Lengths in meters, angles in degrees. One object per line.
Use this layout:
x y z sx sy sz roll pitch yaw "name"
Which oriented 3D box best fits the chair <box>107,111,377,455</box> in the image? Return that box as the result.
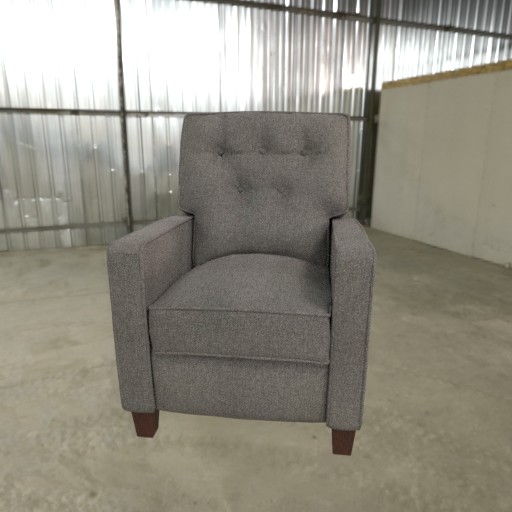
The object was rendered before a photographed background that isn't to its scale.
0.000 0.000 1.394 0.650 0.889 0.775 2 16 7 "chair"
